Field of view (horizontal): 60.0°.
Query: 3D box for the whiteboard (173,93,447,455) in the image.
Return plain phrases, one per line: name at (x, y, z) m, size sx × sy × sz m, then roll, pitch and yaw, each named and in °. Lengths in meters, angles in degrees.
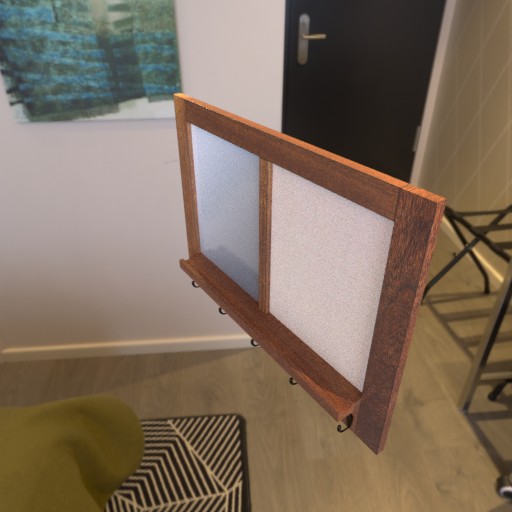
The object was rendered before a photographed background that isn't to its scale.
whiteboard at (0.000, 0.000, 1.002) m, size 0.083 × 0.559 × 0.783 m, roll -21°, pitch 38°, yaw -29°
